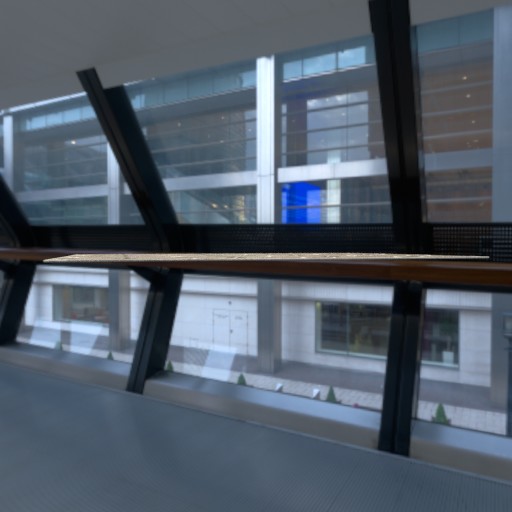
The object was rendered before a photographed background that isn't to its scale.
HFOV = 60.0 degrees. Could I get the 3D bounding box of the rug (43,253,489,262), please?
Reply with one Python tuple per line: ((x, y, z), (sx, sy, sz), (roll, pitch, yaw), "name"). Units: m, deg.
((0.000, 0.000, 2.865), (2.284, 0.008, 1.522), (0, 1, -17), "rug")
